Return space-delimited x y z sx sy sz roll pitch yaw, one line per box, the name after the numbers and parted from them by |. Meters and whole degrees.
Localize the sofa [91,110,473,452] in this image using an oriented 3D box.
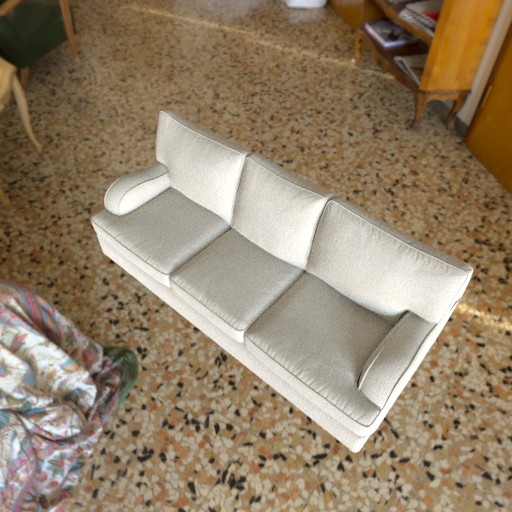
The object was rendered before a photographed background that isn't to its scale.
0.000 0.000 2.879 2.323 0.991 1.016 33 56 26 | sofa
